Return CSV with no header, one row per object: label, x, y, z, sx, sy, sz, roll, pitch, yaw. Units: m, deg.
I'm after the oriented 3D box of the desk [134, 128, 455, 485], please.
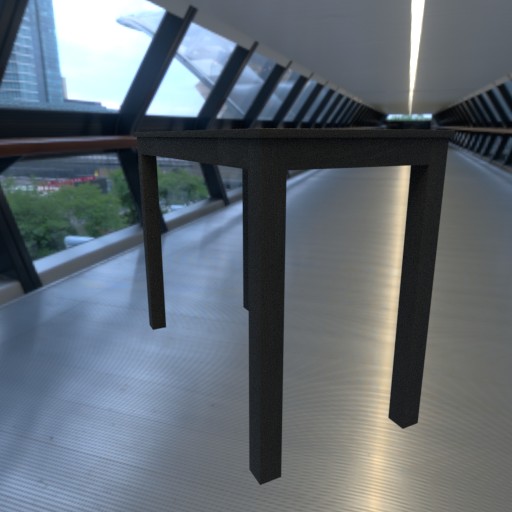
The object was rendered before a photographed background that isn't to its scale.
desk,0.000,0.000,1.410,0.499,0.762,0.991,-8,17,-26
